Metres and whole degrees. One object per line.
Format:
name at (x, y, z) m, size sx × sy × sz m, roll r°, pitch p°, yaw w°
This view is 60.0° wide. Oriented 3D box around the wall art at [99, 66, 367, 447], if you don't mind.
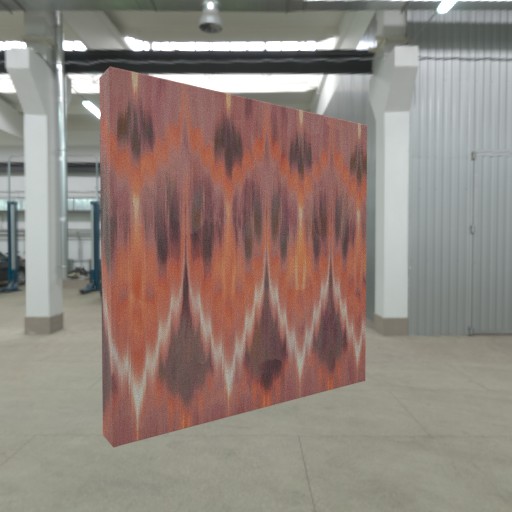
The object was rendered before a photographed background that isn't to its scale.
wall art at (0.000, 0.000, 0.602) m, size 0.403 × 0.406 × 0.038 m, roll -1°, pitch 2°, yaw -35°
